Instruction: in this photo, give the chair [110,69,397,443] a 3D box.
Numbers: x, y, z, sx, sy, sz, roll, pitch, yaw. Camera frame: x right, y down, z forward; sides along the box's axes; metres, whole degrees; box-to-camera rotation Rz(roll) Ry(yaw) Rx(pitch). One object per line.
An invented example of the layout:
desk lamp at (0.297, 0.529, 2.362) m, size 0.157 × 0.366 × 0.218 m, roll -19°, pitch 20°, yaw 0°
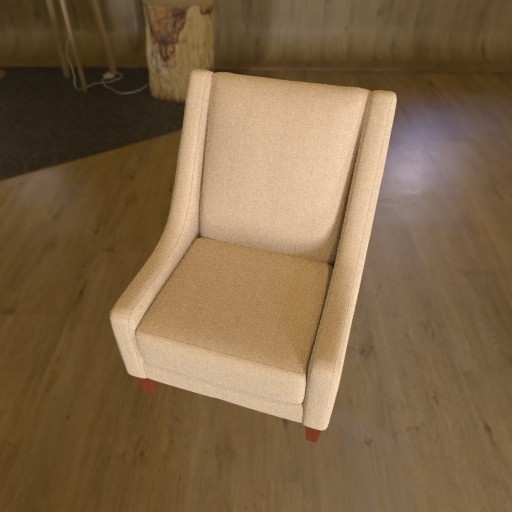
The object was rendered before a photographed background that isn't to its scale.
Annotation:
chair at (0.000, 0.000, 1.632) m, size 0.774 × 1.014 × 0.870 m, roll 12°, pitch 43°, yaw 13°
